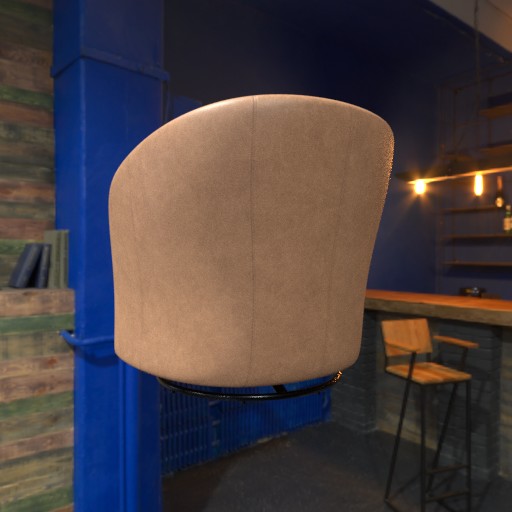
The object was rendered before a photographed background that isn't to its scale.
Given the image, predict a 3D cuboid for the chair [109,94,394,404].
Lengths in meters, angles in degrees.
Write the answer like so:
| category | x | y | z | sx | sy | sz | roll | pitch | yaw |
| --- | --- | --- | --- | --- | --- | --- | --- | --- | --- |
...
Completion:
| category | x | y | z | sx | sy | sz | roll | pitch | yaw |
| --- | --- | --- | --- | --- | --- | --- | --- | --- | --- |
| chair | 0.000 | 0.000 | 1.417 | 0.791 | 0.771 | 0.815 | 0 | 0 | -36 |
